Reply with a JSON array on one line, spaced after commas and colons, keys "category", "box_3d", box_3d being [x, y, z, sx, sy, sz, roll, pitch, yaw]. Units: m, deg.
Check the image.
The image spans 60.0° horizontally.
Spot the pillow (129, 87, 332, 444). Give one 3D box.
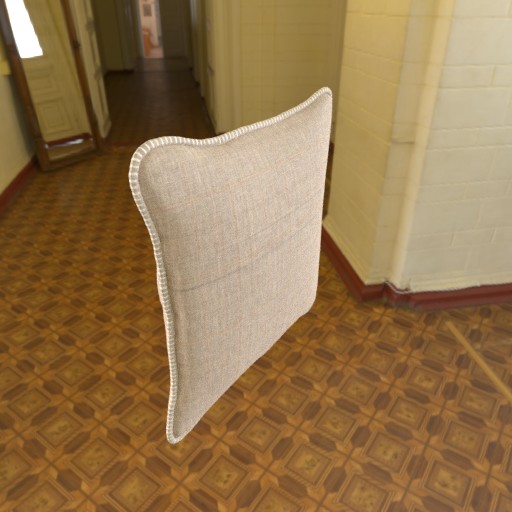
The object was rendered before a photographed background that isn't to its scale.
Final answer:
[{"category": "pillow", "box_3d": [0.000, 0.000, 0.763, 0.124, 0.494, 0.485, 19, 35, 30]}]
